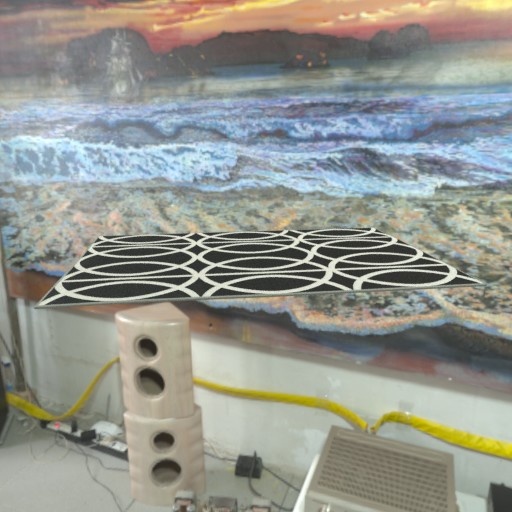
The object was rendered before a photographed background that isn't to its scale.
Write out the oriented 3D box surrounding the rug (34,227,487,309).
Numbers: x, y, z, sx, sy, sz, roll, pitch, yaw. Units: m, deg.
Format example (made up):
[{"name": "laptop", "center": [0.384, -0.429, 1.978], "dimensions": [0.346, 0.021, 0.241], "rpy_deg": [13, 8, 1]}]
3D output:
[{"name": "rug", "center": [0.000, 0.000, 2.922], "dimensions": [2.290, 0.014, 1.526], "rpy_deg": [-2, 15, -8]}]
